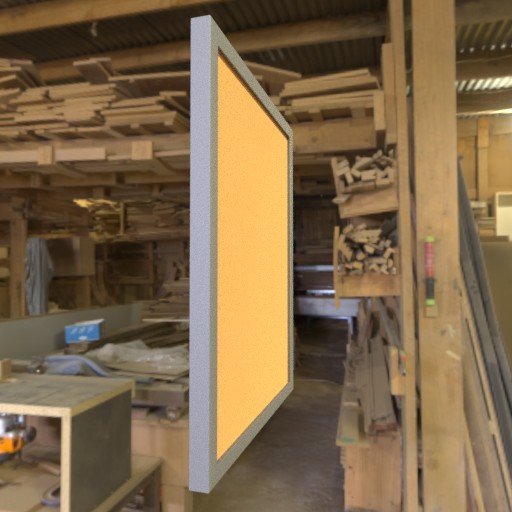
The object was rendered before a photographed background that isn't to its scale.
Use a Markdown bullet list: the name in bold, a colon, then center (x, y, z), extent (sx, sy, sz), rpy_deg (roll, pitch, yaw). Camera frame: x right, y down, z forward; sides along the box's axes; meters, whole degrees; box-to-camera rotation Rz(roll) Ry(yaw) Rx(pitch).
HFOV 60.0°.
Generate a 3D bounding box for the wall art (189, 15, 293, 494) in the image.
- **wall art**: center (0.000, 0.000, 0.738), extent (0.029, 0.558, 0.458), rpy_deg (0, -2, 17)
